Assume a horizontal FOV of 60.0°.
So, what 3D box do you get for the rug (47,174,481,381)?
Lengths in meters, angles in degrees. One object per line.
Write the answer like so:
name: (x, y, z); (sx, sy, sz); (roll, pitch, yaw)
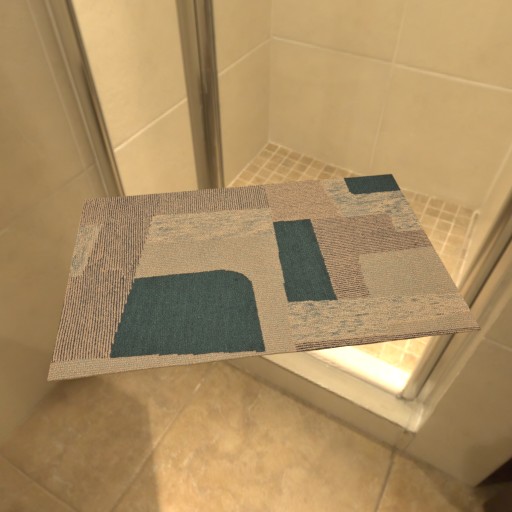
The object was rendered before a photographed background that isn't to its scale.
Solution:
rug: (0.000, 0.000, 2.973); (2.436, 0.015, 1.521); (-6, 47, -5)
